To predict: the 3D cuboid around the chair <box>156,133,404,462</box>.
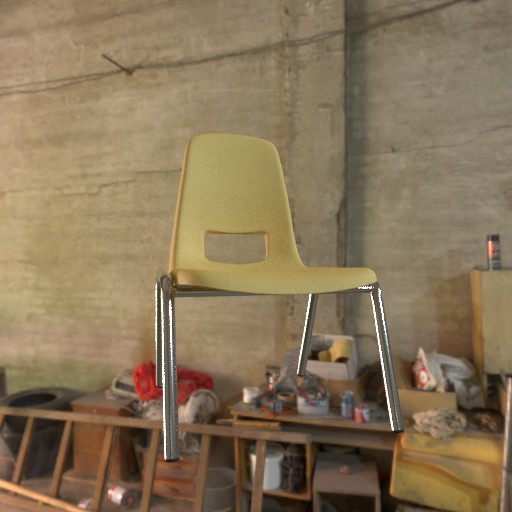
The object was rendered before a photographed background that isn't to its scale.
[{"bbox_3d":[0.000,0.000,0.796,0.354,0.536,0.385,0,-1,-17],"label":"chair"}]
